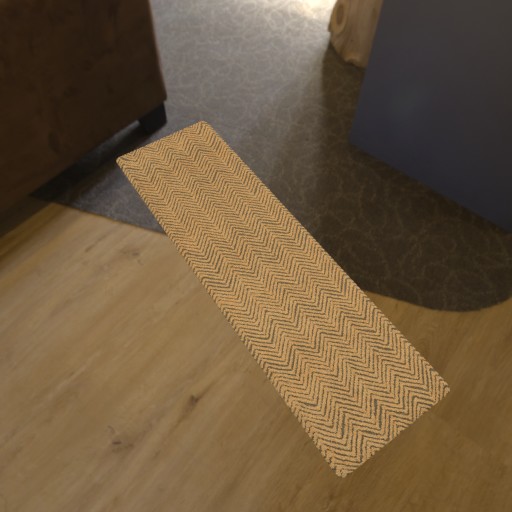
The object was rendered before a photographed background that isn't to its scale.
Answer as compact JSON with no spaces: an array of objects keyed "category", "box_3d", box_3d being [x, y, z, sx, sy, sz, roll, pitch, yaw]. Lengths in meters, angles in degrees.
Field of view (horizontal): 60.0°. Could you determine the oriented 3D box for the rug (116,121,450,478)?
[{"category":"rug","box_3d":[0.000,0.000,2.497,0.686,0.008,2.286,-30,62,-18]}]
